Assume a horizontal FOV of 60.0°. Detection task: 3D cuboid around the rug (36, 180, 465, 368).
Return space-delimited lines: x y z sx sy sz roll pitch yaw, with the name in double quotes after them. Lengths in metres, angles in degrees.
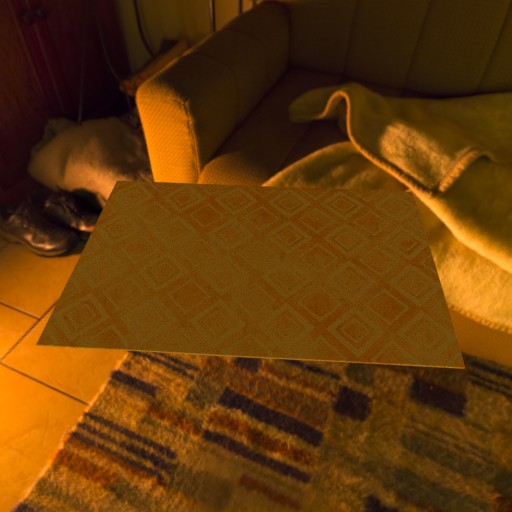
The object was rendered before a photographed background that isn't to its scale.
0.000 0.000 2.303 1.829 0.010 1.213 3 45 3 "rug"
